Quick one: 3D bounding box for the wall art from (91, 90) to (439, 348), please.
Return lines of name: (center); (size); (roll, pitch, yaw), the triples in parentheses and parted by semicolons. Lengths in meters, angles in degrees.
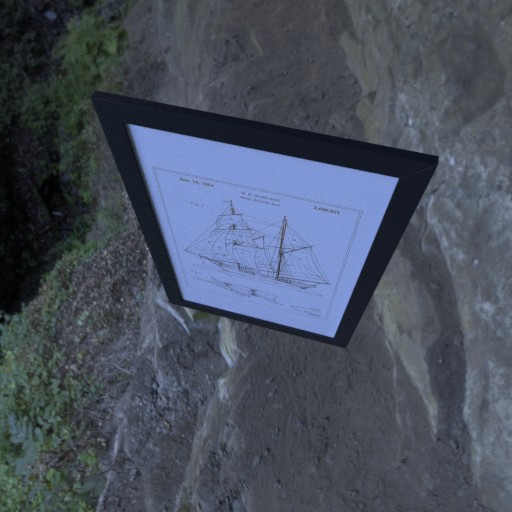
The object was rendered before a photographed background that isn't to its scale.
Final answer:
wall art: (0.000, 0.000, 0.699); (0.381, 0.534, 0.013); (13, 59, 8)
